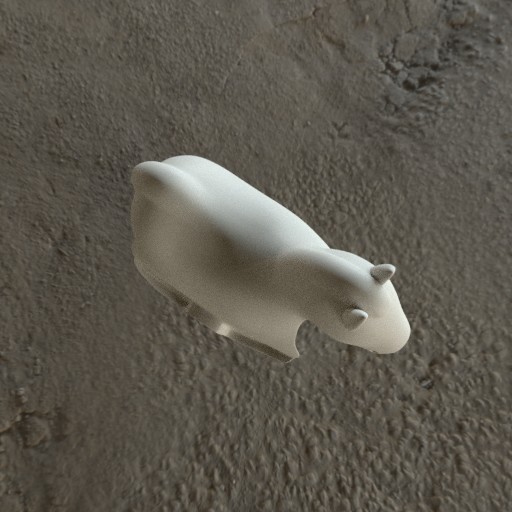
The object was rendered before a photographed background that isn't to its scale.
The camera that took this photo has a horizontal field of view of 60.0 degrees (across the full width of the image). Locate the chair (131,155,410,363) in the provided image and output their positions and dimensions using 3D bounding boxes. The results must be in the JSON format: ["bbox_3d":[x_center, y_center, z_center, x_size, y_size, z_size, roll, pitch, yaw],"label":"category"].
[{"bbox_3d":[0.000,0.000,1.139,0.800,0.612,0.429,33,78,8],"label":"chair"}]
